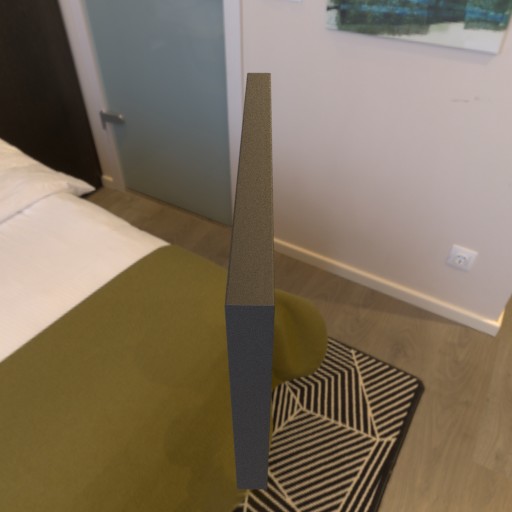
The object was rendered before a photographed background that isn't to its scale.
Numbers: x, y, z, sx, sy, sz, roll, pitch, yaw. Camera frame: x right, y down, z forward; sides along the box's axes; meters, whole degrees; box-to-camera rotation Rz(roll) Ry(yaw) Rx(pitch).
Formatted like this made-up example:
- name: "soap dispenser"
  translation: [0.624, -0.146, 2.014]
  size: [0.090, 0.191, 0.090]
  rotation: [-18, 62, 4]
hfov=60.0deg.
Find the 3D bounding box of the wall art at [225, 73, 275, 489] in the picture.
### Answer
- name: "wall art"
  translation: [0.000, 0.000, 0.847]
  size: [0.051, 0.456, 0.671]
  rotation: [1, 41, 1]
